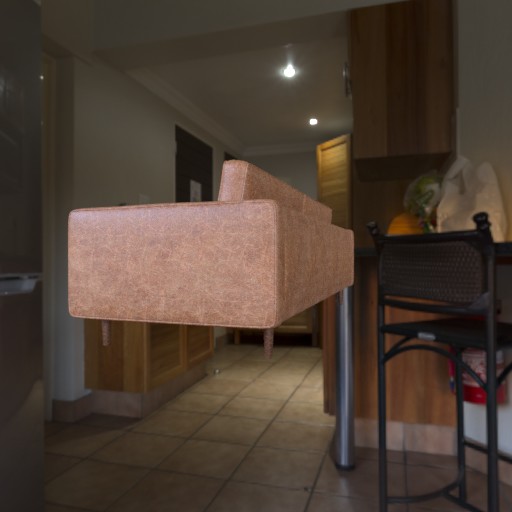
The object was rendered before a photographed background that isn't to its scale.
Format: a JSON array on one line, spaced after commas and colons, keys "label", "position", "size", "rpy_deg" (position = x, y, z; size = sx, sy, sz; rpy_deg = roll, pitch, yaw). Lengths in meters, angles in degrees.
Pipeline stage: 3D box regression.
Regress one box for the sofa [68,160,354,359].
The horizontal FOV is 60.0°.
[{"label": "sofa", "position": [0.000, 0.000, 2.690], "size": [0.919, 0.770, 2.200], "rpy_deg": [0, 0, 19]}]
